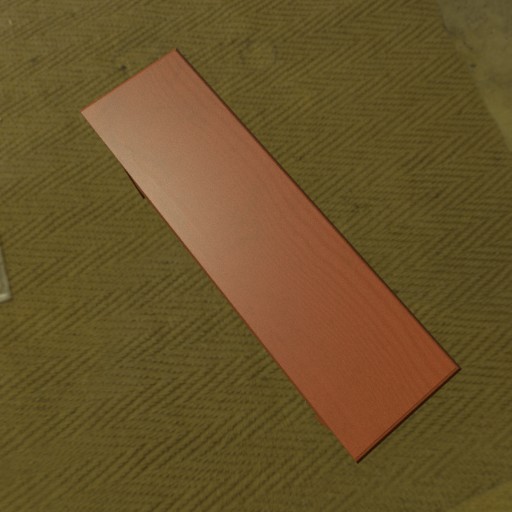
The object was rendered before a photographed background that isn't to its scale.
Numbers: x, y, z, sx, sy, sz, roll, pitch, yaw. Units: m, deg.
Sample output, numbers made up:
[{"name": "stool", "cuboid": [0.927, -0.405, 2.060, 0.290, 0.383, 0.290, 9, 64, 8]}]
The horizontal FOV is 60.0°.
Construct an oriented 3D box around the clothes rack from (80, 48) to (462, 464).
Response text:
[{"name": "clothes rack", "cuboid": [0.000, 0.000, 1.510, 0.362, 0.594, 1.251, -38, 78, -9]}]
